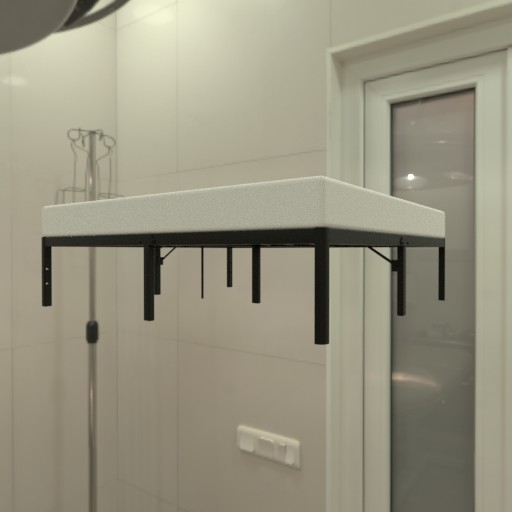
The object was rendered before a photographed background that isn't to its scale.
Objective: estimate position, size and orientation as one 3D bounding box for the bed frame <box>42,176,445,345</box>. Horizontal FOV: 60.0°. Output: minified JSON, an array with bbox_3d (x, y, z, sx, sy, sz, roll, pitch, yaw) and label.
[{"bbox_3d":[0.000,0.000,3.095,2.079,0.659,1.963,0,1,36],"label":"bed frame"}]
